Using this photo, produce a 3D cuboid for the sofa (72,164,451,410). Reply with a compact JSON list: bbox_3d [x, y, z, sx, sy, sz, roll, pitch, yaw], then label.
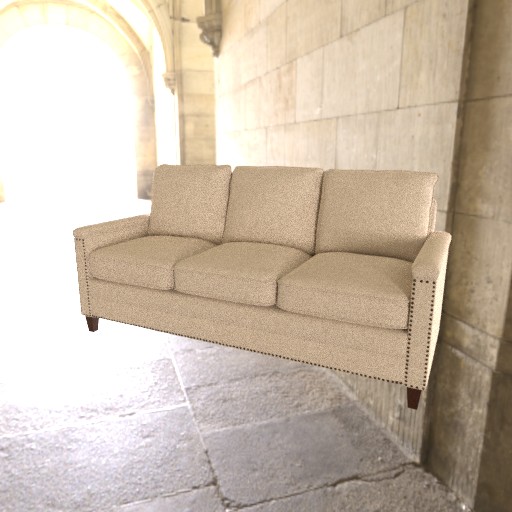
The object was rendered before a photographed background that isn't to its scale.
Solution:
[{"bbox_3d":[0.000,0.000,2.444,1.925,0.961,0.828,7,15,25],"label":"sofa"}]
